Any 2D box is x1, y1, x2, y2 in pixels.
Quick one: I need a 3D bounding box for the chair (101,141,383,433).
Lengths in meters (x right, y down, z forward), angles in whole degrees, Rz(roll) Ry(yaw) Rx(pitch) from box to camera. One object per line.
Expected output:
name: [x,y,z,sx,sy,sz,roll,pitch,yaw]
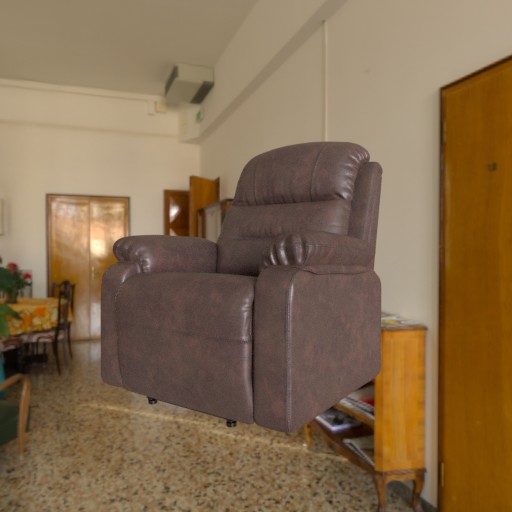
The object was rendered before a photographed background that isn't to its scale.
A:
chair: [0.000,0.000,1.703,0.855,0.992,0.919,1,1,35]
